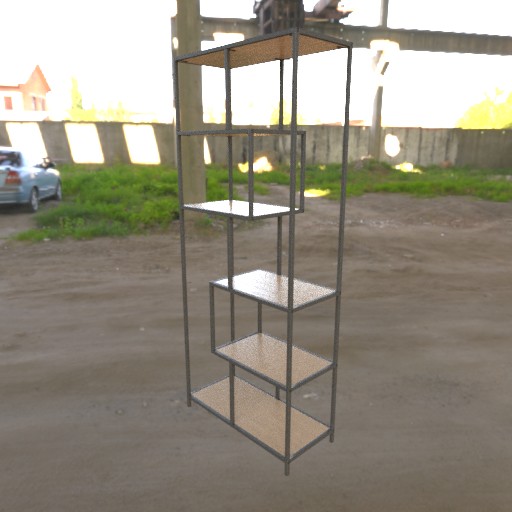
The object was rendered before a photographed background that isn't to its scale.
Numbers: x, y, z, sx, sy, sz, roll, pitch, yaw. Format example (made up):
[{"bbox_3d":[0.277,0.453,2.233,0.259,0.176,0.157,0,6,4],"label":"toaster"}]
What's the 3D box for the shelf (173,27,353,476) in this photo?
[{"bbox_3d":[0.000,0.000,2.160,0.350,1.850,0.770,-13,19,-42],"label":"shelf"}]
